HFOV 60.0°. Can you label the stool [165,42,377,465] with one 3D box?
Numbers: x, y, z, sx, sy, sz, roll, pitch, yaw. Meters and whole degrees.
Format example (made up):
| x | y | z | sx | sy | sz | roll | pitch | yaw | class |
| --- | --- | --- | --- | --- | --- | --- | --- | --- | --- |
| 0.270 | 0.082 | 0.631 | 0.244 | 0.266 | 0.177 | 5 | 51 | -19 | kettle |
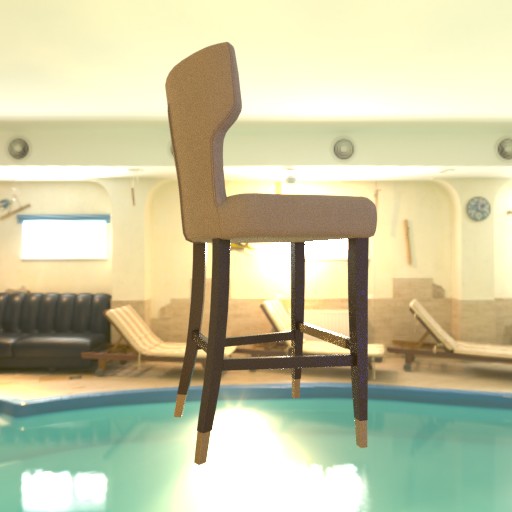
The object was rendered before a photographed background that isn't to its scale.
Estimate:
| x | y | z | sx | sy | sz | roll | pitch | yaw | class |
| --- | --- | --- | --- | --- | --- | --- | --- | --- | --- |
| 0.000 | 0.000 | 1.408 | 0.563 | 1.092 | 0.526 | 0 | 0 | -19 | stool |
